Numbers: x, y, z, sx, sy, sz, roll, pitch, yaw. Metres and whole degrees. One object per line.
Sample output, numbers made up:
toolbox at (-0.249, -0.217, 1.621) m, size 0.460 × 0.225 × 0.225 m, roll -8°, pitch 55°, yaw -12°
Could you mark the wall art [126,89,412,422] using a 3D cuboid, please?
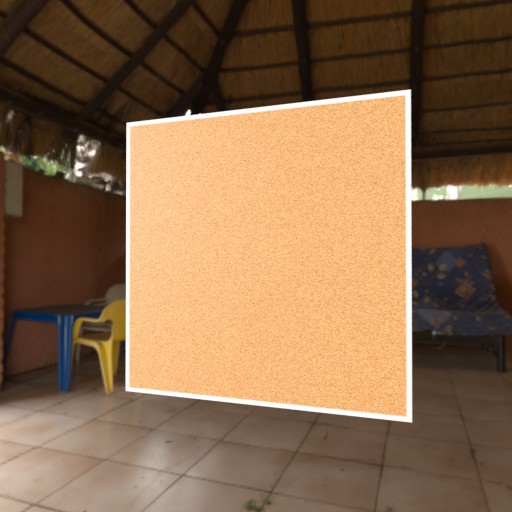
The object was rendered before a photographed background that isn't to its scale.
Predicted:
wall art at (0.000, 0.000, 1.160) m, size 0.768 × 0.765 × 0.041 m, roll 0°, pitch -1°, yaw 19°
